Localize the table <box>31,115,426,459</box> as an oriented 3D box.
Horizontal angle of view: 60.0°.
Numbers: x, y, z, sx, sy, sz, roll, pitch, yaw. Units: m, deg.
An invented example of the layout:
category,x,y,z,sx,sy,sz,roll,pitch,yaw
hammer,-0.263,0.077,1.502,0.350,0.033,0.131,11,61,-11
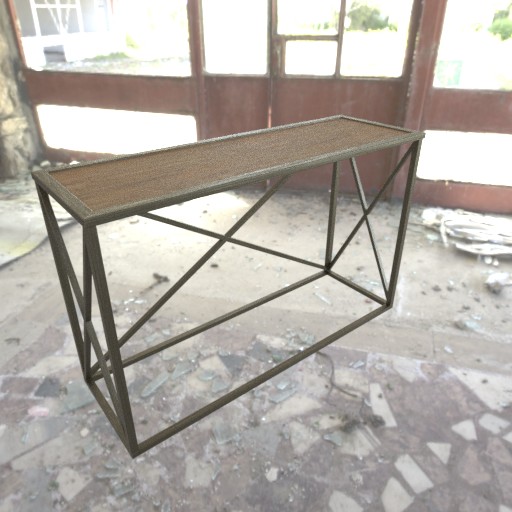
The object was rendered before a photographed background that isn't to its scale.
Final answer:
category,x,y,z,sx,sy,sz,roll,pitch,yaw
table,0.000,0.000,1.554,1.216,0.753,0.402,-21,35,-33
